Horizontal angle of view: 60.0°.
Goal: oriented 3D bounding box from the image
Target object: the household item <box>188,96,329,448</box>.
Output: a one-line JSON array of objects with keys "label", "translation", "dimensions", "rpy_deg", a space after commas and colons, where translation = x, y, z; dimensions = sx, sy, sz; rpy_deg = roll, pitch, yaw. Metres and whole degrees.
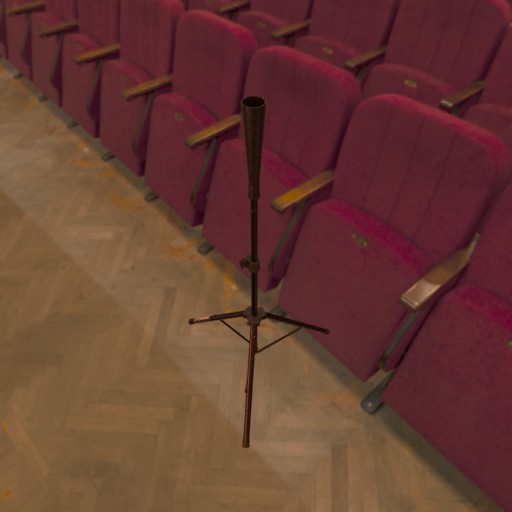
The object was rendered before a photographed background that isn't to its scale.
[{"label": "household item", "translation": [0.000, 0.000, 1.367], "dimensions": [0.559, 1.067, 0.559], "rpy_deg": [-31, 54, -26]}]
